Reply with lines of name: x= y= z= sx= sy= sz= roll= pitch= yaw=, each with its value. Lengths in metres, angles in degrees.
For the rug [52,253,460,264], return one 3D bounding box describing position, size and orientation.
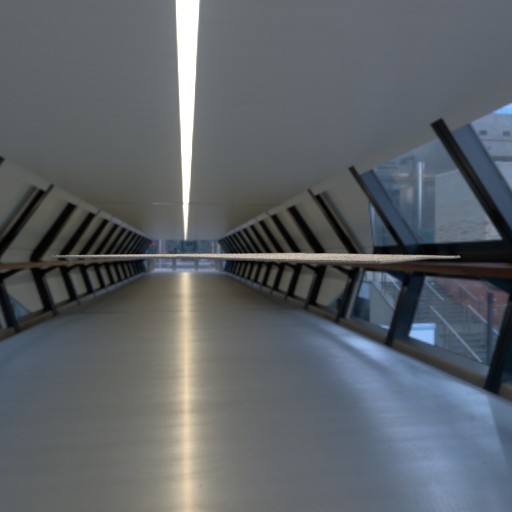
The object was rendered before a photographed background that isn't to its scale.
rug: x=0.000 y=0.000 z=3.025 sx=2.307 sy=0.030 sz=1.604 roll=1 pitch=1 yaw=35
